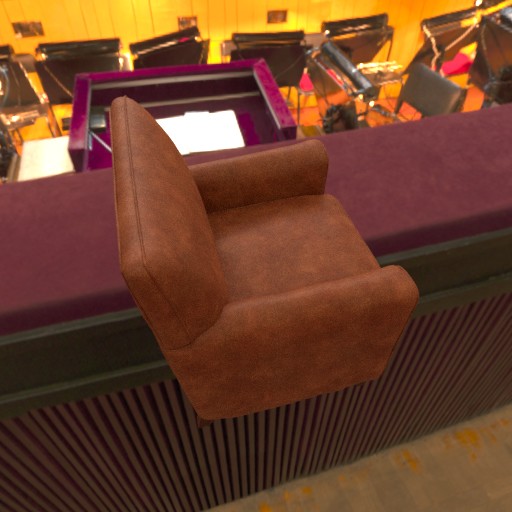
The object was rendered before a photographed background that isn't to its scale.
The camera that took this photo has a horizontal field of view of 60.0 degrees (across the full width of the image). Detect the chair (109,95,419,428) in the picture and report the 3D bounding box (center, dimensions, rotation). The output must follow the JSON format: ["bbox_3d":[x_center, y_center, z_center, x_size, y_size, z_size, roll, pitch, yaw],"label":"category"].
[{"bbox_3d":[0.000,0.000,1.616,0.823,0.943,0.870,-11,48,-10],"label":"chair"}]
